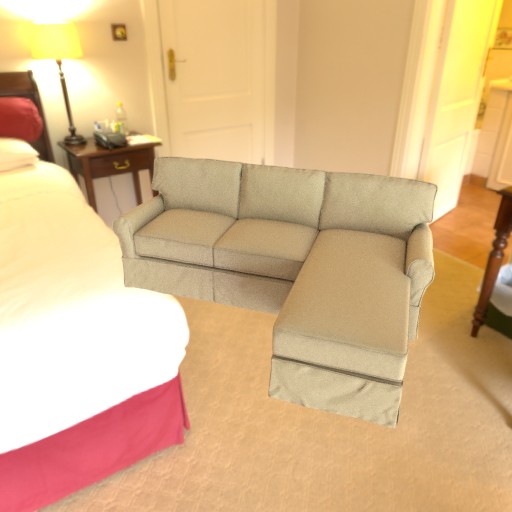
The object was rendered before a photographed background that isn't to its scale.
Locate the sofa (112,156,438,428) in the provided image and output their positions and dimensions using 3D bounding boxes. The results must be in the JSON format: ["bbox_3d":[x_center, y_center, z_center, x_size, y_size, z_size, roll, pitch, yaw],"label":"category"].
[{"bbox_3d":[0.000,0.000,3.280,2.475,0.978,1.733,9,29,16],"label":"sofa"}]
